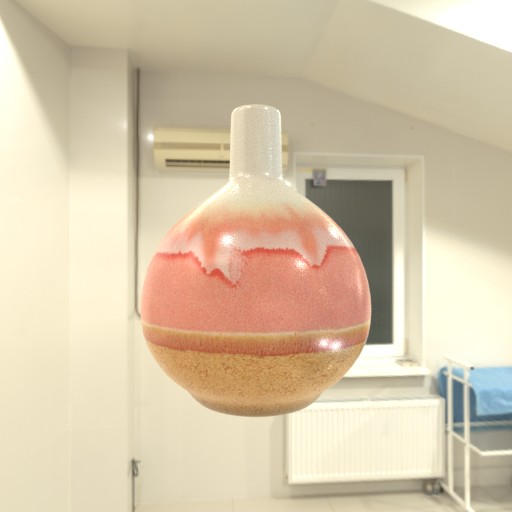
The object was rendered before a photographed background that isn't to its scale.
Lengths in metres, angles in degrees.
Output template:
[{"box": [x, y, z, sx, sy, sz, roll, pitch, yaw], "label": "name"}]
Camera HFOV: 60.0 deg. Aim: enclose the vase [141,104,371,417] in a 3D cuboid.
[{"box": [0.000, 0.000, 0.271, 0.137, 0.176, 0.137, 0, 0, 0], "label": "vase"}]
